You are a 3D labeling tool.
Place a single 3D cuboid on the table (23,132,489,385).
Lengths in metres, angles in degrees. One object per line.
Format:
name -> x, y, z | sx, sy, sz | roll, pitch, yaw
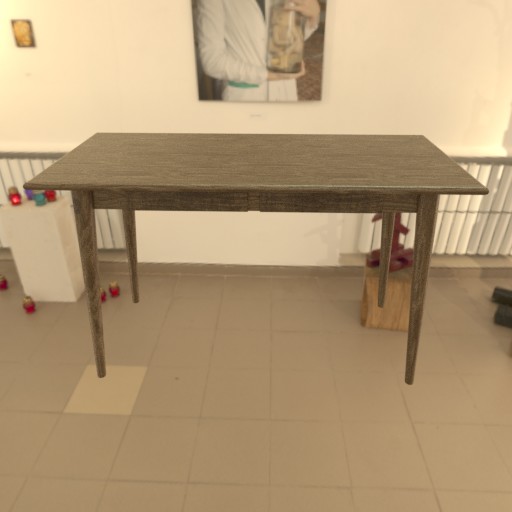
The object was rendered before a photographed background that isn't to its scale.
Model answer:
table -> 0.000, 0.000, 1.681 | 1.300, 0.780, 0.599 | 1, 29, 2
